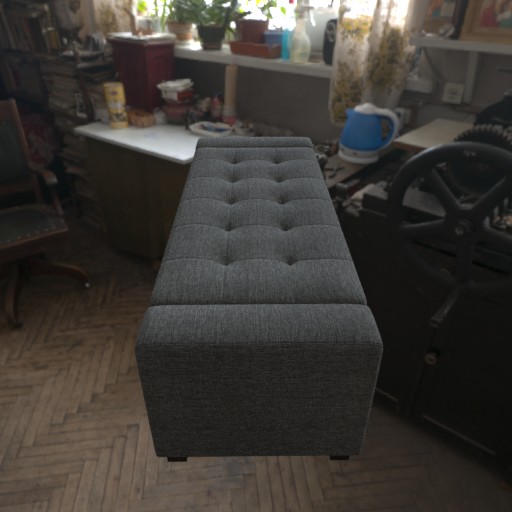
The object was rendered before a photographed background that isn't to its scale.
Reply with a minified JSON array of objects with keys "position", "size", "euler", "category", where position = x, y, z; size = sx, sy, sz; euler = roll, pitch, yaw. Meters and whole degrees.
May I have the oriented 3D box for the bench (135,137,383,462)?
[{"position":[0.000,0.000,1.529],"size":[0.508,0.445,1.296],"euler":[0,33,-1],"category":"bench"}]
